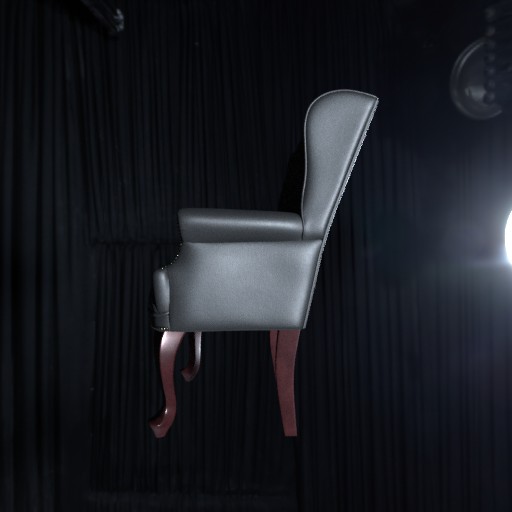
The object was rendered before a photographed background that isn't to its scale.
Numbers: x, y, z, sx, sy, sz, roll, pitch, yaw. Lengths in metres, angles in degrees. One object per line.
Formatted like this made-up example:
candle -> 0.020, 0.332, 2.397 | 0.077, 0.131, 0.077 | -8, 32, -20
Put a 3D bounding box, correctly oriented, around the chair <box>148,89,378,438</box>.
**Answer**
chair -> 0.000, 0.000, 1.674 | 0.762, 1.111, 0.838 | 0, 0, 0
